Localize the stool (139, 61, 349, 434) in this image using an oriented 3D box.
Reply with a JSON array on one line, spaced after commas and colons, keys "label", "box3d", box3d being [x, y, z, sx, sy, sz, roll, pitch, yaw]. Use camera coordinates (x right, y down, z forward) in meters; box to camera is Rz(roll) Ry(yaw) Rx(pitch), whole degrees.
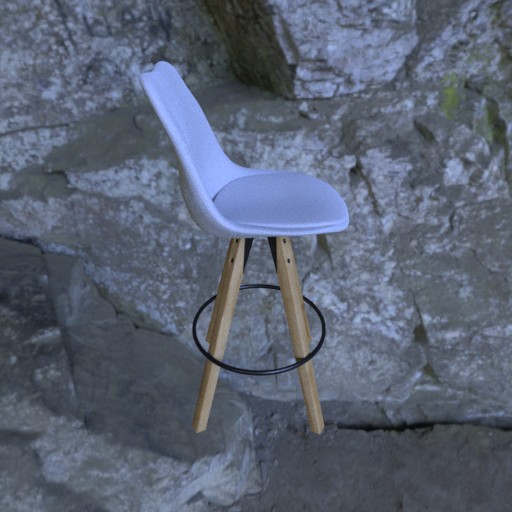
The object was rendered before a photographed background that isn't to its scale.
[{"label": "stool", "box3d": [0.000, 0.000, 1.408, 0.550, 1.115, 0.484, 0, 31, 1]}]
